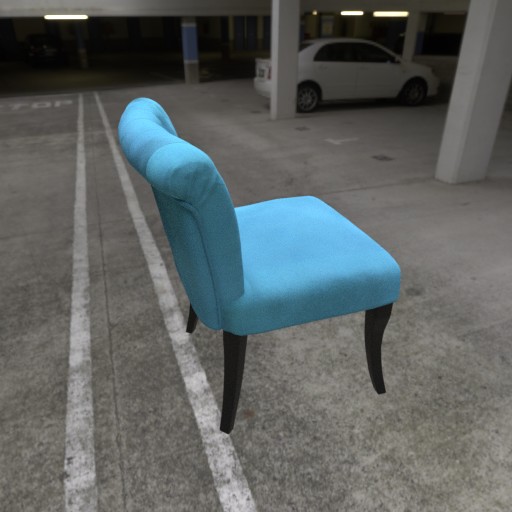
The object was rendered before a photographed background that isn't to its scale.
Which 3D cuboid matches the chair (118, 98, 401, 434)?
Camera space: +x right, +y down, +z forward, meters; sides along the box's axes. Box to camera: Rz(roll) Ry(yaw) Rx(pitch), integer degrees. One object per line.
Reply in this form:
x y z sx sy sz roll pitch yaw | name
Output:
0.000 0.000 1.176 0.605 0.750 0.582 -10 31 -17 | chair
